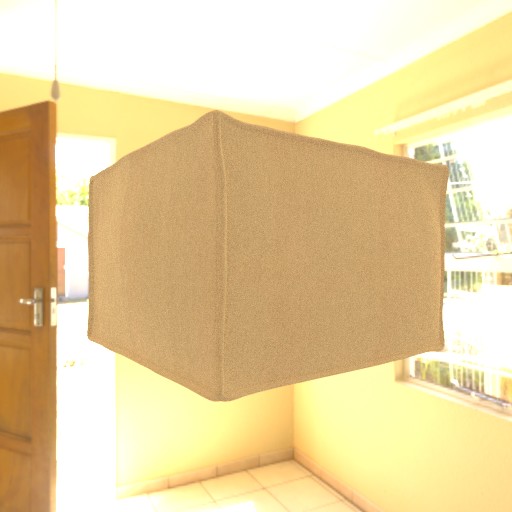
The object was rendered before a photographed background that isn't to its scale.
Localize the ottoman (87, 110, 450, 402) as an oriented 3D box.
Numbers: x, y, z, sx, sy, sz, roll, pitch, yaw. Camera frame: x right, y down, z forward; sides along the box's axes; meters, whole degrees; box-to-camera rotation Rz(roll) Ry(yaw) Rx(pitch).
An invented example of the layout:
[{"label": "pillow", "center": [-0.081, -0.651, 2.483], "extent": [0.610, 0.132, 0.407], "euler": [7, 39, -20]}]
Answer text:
[{"label": "ottoman", "center": [0.000, 0.000, 1.141], "extent": [0.696, 0.470, 0.707], "euler": [0, 0, -37]}]
